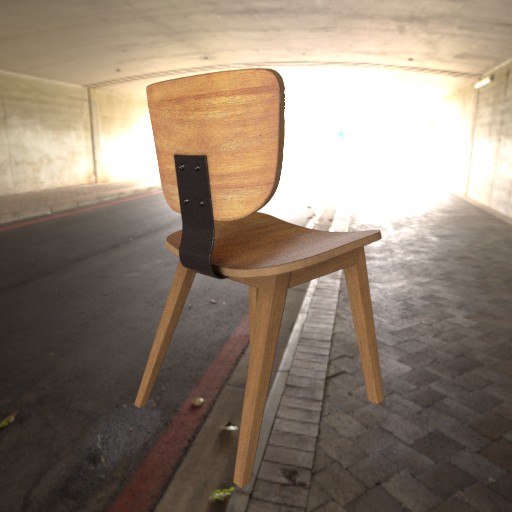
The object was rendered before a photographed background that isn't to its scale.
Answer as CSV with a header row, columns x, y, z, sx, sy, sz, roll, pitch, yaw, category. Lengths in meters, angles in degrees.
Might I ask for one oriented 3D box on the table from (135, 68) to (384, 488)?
x,y,z,sx,sy,sz,roll,pitch,yaw,category
0.000,0.000,1.114,0.500,0.805,0.499,-13,19,-43,table
